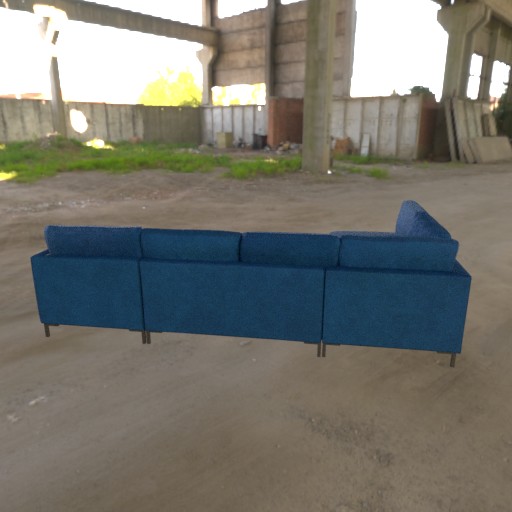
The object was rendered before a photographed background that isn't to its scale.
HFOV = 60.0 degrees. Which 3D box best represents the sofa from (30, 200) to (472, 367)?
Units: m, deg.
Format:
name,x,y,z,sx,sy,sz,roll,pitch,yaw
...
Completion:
name,x,y,z,sx,sy,sz,roll,pitch,yaw
sofa,0.000,0.000,4.380,3.434,0.992,2.055,3,17,8
